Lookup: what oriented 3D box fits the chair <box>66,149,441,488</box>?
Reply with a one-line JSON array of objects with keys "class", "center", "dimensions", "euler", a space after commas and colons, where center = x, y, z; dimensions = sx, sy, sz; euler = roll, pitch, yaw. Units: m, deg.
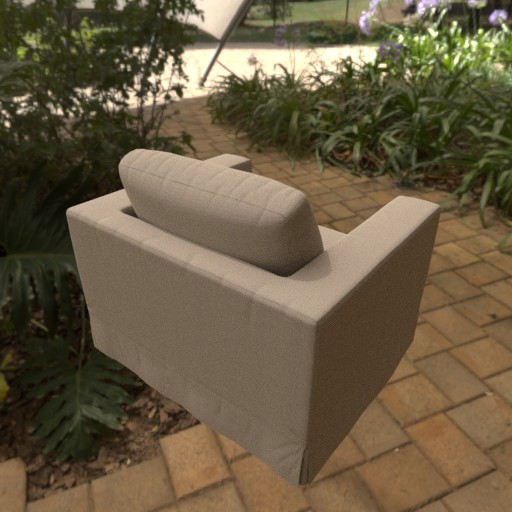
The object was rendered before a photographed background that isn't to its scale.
[{"class": "chair", "center": [0.000, 0.000, 1.791], "dimensions": [1.150, 0.878, 0.957], "euler": [21, 36, 32]}]
